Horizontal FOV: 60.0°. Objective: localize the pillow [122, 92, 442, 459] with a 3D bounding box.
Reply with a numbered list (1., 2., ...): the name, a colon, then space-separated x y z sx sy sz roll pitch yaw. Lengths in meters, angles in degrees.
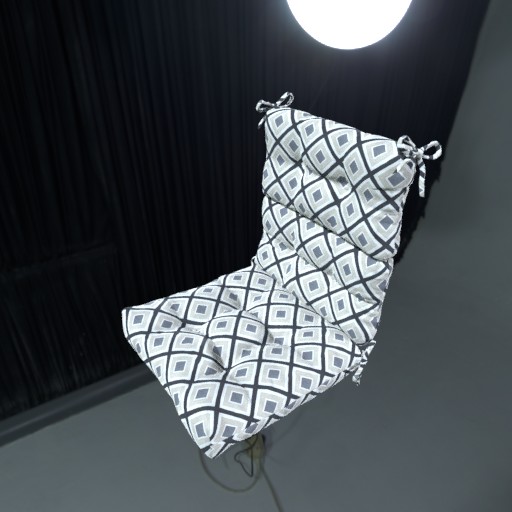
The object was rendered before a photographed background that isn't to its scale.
1. pillow: 0.000 0.000 1.043 0.571 0.605 0.519 -20 37 -29
